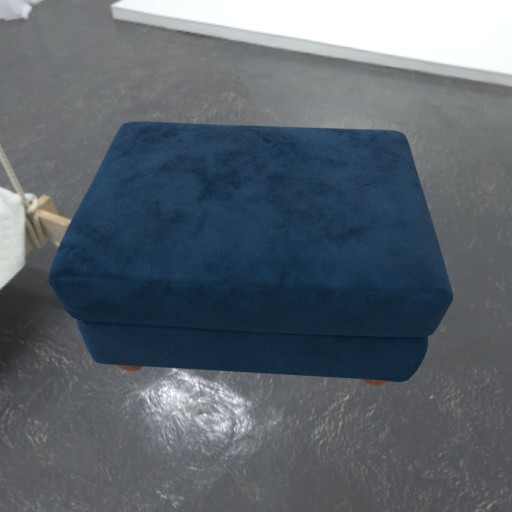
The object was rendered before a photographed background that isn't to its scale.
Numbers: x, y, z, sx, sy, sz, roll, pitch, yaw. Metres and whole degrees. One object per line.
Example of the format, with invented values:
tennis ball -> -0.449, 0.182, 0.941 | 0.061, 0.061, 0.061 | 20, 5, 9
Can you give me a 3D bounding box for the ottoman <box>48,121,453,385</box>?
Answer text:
ottoman -> 0.000, 0.000, 1.133 | 0.773, 0.503, 0.572 | 3, 47, 2
